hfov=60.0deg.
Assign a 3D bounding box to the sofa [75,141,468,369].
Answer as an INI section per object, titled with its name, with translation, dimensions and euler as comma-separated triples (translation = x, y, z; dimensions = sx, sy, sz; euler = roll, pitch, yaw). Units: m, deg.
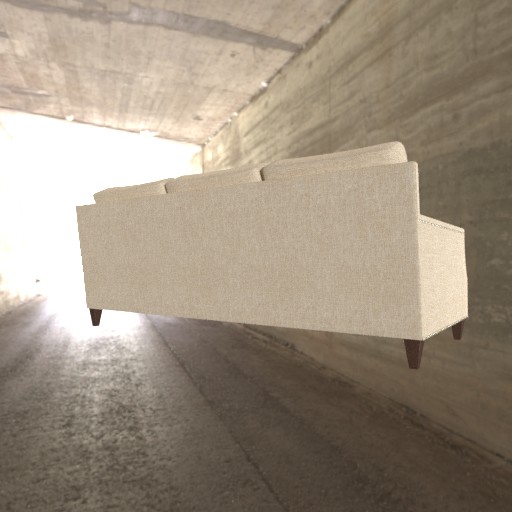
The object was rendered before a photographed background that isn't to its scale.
[sofa]
translation = 0.000, 0.000, 2.717
dimensions = 2.210, 0.940, 1.041
euler = -1, -1, 35
